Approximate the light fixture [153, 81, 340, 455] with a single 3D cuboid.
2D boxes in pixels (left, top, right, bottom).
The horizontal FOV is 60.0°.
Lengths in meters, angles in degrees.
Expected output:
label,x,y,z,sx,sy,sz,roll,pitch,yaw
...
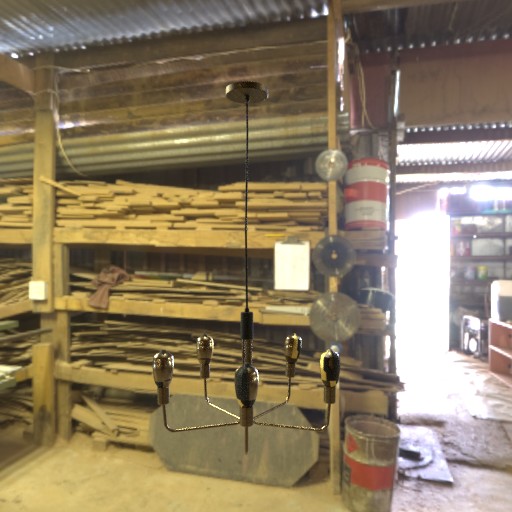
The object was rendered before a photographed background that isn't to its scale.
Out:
label,x,y,z,sx,sy,sz,roll,pitch,yaw
light fixture,0.000,0.000,1.411,0.532,1.059,0.588,0,-1,17
